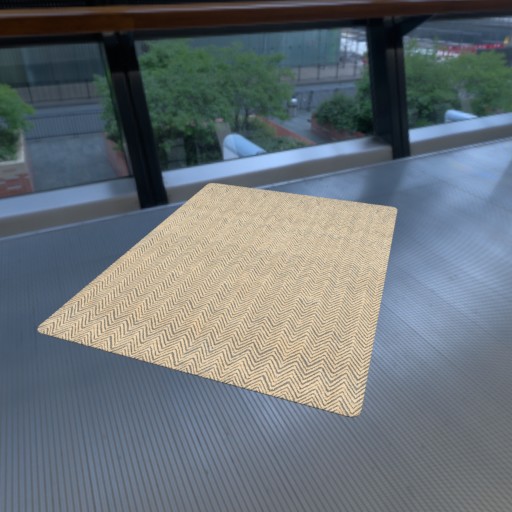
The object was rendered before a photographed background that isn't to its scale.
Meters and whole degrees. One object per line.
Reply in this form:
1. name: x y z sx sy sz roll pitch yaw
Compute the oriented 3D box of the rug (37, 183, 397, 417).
1. rug: 0.000 0.000 4.299 2.439 0.014 3.207 10 32 16
